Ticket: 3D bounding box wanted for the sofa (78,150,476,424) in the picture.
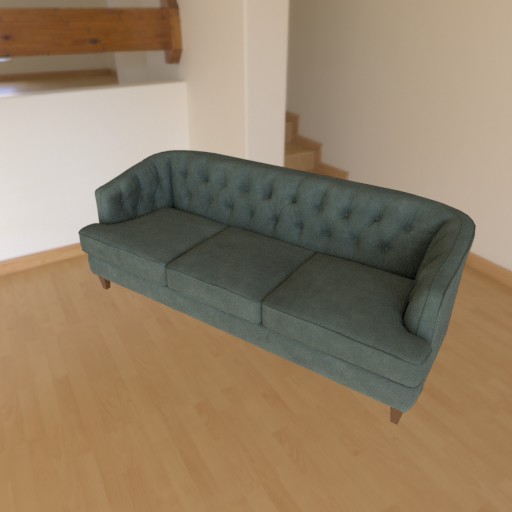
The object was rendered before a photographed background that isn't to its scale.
[{"bbox_3d":[0.000,0.000,2.715,2.278,0.855,0.941,18,34,29],"label":"sofa"}]
